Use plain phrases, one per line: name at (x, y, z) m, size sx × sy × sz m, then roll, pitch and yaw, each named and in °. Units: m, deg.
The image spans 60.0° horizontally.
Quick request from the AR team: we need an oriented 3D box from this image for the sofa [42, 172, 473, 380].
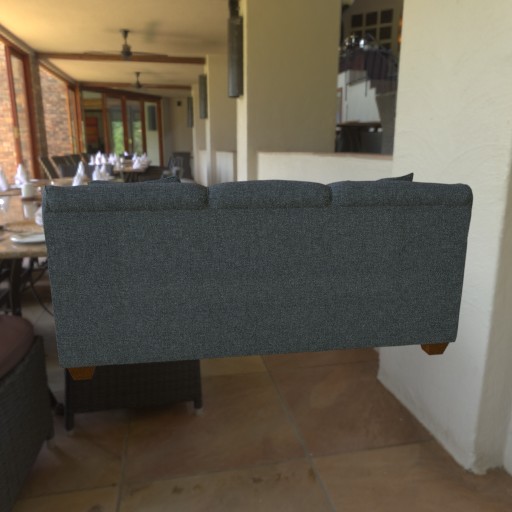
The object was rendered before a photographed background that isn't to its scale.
sofa at (0.000, 0.000, 2.575) m, size 2.024 × 0.958 × 0.997 m, roll -2°, pitch 14°, yaw -8°
